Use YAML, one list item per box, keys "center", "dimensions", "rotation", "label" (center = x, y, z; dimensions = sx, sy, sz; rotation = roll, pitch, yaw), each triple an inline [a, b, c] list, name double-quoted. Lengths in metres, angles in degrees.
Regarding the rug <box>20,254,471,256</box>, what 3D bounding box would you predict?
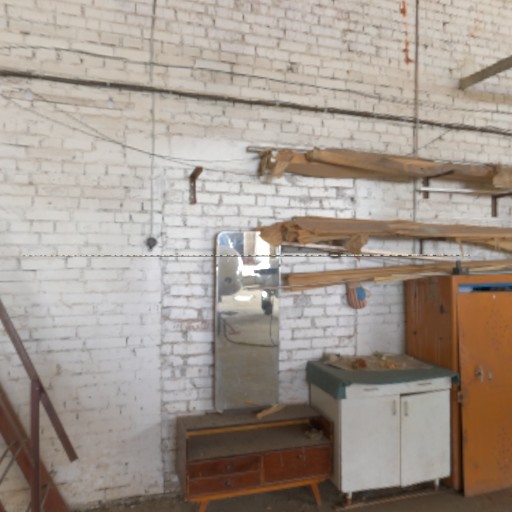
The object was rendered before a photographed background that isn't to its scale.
- center: [0.000, 0.000, 2.178]
  dimensions: [1.750, 0.004, 1.177]
  rotation: [0, 0, 17]
  label: "rug"
